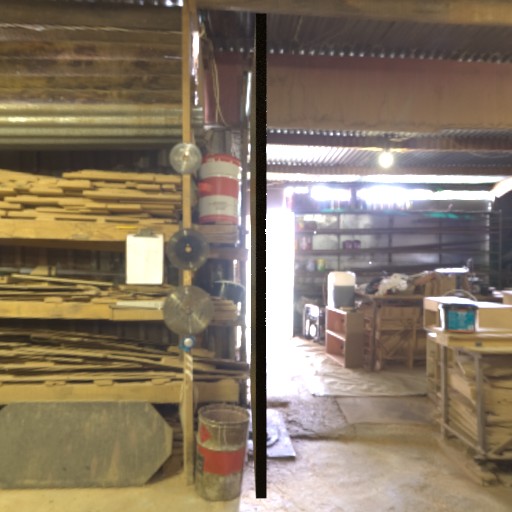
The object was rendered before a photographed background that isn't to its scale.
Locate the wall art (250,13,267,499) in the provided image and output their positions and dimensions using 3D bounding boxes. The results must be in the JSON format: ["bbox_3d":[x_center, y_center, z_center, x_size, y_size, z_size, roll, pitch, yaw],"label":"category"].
[{"bbox_3d":[0.000,0.000,0.753,0.013,0.582,0.442,0,0,-2],"label":"wall art"}]
